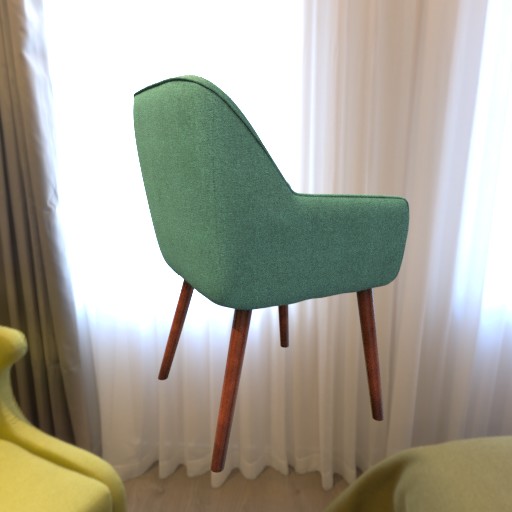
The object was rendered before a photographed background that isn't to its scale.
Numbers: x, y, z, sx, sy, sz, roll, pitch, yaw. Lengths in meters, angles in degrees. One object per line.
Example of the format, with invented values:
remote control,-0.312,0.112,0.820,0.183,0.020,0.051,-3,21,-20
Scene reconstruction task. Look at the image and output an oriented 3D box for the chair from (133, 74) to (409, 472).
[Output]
chair,0.000,0.000,1.136,0.519,0.803,0.543,-7,16,-26
